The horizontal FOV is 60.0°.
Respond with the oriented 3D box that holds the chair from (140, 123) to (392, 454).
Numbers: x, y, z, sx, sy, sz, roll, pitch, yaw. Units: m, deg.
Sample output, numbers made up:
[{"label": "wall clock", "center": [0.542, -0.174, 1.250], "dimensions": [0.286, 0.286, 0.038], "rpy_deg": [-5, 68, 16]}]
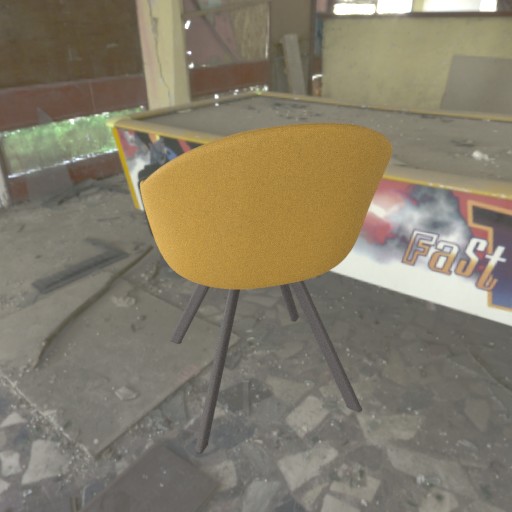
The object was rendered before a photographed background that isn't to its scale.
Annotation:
[{"label": "chair", "center": [0.000, 0.000, 1.182], "dimensions": [0.551, 0.793, 0.583], "rpy_deg": [-8, 29, -15]}]
